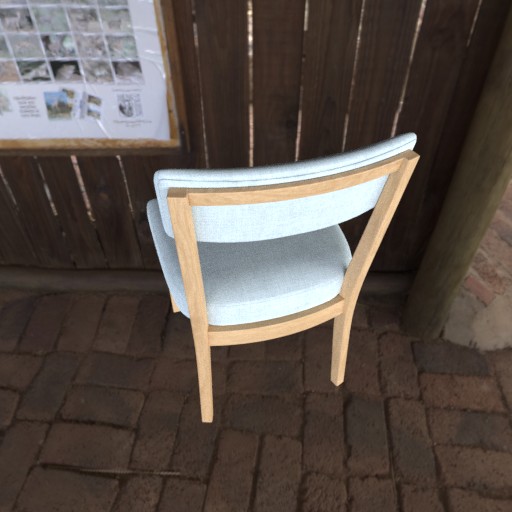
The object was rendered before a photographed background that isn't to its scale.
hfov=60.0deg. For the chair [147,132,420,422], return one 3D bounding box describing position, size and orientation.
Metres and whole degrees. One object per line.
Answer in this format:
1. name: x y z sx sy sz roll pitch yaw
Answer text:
1. chair: 0.000 0.000 1.185 0.508 0.832 0.572 -12 42 -13
